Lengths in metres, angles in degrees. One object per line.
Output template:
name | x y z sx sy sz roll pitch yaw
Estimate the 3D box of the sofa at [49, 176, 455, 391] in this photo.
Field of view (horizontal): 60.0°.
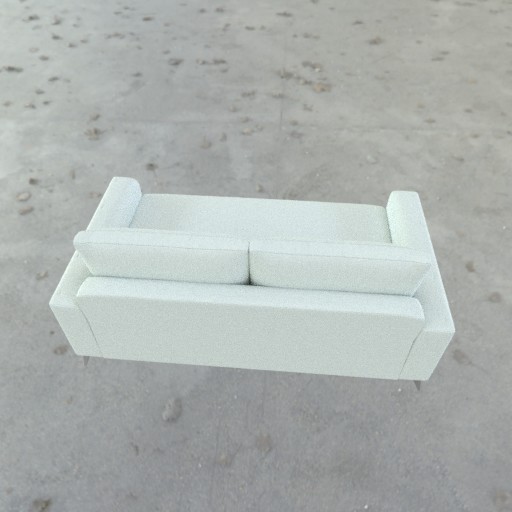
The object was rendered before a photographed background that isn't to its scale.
sofa | 0.000 0.000 2.163 1.650 0.790 0.920 3 46 3
